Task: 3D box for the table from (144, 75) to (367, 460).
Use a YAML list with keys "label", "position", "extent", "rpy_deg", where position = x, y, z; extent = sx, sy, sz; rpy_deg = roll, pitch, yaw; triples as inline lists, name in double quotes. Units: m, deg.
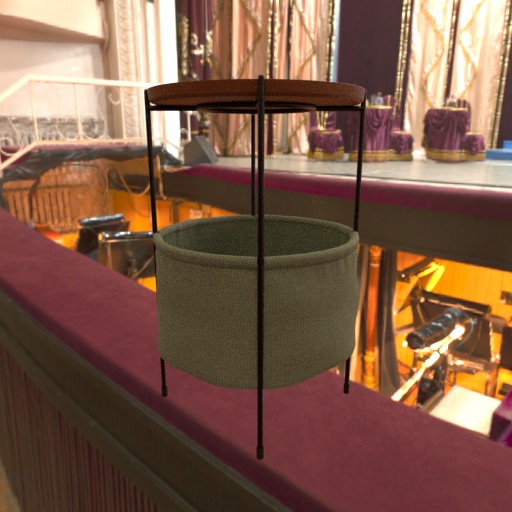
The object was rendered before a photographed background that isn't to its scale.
- label: "table"
  position: [0.000, 0.000, 0.884]
  extent: [0.400, 0.623, 0.400]
  rpy_deg: [14, 20, 41]
